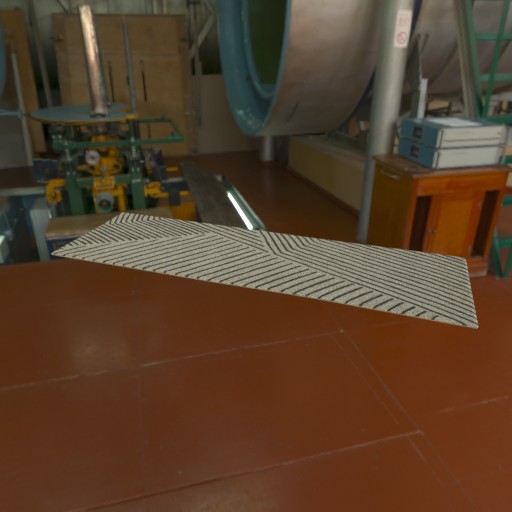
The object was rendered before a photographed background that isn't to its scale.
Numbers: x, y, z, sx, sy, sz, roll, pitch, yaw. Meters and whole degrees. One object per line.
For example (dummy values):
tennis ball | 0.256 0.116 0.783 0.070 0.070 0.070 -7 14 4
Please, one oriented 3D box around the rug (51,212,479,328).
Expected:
rug | 0.000 0.000 2.729 2.439 0.020 0.773 9 27 17
